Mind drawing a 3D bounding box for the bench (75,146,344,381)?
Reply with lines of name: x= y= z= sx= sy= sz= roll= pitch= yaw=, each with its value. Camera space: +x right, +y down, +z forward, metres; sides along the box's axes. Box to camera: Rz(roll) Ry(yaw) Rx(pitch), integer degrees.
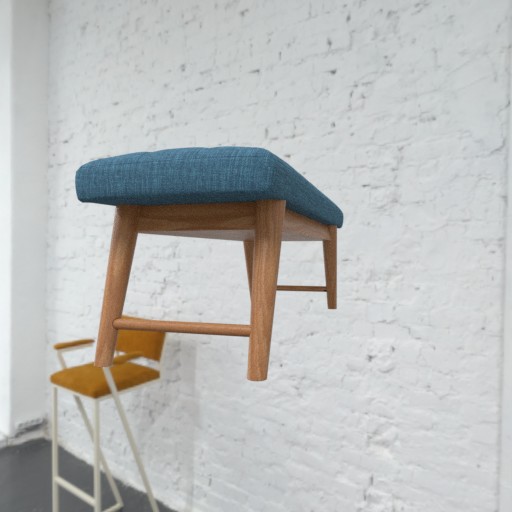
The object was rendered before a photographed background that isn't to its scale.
bench: x=0.000 y=0.000 z=1.337 sx=0.406 sy=0.432 sz=1.118 roll=0 pitch=0 yaw=17
